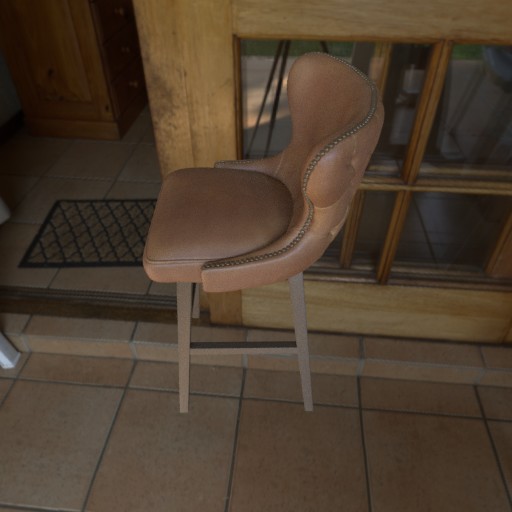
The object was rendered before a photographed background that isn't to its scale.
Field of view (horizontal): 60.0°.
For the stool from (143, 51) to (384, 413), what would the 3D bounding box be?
[{"bbox_3d":[0.000,0.000,1.413,0.606,1.087,0.591,0,41,0],"label":"stool"}]
